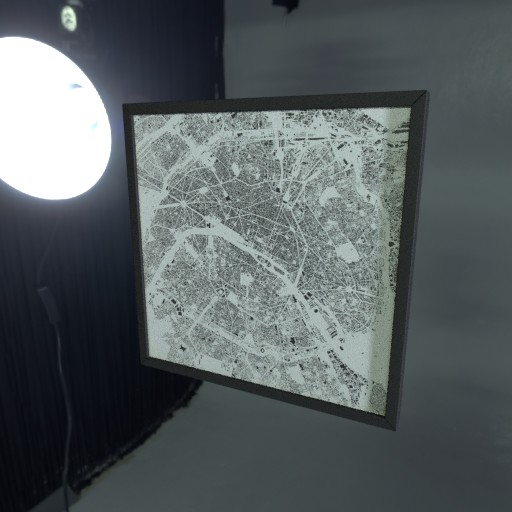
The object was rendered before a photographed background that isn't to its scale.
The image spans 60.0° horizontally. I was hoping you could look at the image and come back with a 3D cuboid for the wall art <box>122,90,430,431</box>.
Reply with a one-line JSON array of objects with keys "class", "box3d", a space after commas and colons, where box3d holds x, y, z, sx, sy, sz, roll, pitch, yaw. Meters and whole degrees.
[{"class": "wall art", "box3d": [0.000, 0.000, 0.756, 0.508, 0.508, 0.037, 7, 16, 25]}]
